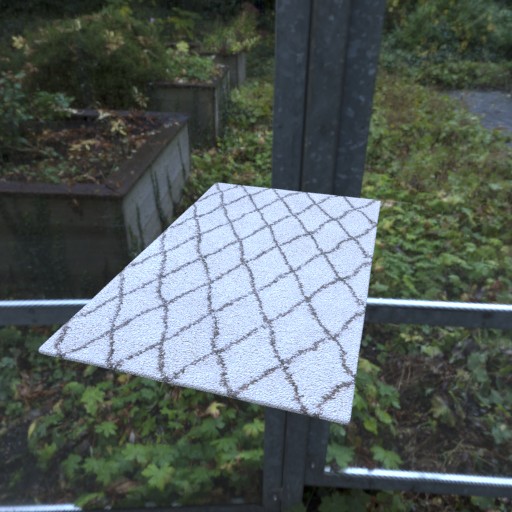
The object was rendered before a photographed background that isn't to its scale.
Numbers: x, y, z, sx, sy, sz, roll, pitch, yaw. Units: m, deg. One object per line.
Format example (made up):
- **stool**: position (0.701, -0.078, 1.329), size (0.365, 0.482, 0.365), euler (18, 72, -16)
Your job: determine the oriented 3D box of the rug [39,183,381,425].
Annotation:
- **rug**: position (0.000, 0.000, 3.009), size (1.524, 0.030, 2.438), euler (8, 31, 14)
